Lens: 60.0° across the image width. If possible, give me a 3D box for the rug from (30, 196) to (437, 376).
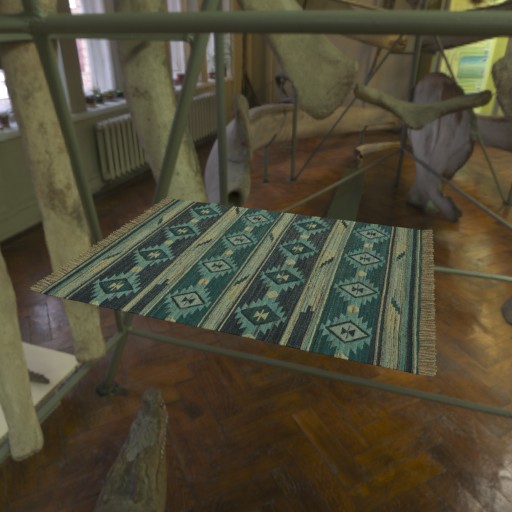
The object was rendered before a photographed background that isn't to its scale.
[{"bbox_3d":[0.000,0.000,4.328,3.307,0.047,2.418,9,29,17],"label":"rug"}]
